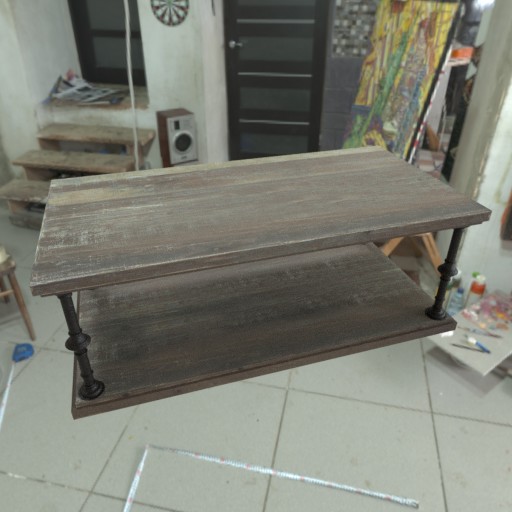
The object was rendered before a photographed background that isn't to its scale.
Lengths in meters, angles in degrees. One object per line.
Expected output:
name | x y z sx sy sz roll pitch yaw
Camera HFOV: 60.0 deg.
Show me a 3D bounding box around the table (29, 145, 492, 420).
table | 0.000 0.000 1.321 1.088 0.399 0.554 -9 33 -15
